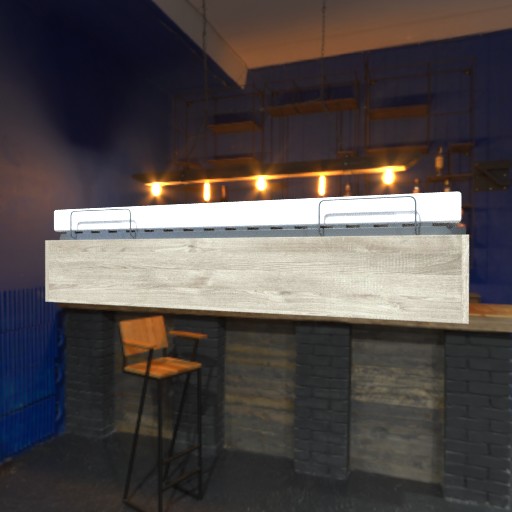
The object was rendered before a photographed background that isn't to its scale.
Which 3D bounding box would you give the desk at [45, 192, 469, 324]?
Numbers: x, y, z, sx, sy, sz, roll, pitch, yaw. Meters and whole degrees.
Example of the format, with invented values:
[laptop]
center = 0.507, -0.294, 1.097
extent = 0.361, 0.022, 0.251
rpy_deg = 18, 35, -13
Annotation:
[desk]
center = 0.000, 0.000, 2.258
extent = 1.900, 0.455, 0.900
rpy_deg = 0, 0, 21
